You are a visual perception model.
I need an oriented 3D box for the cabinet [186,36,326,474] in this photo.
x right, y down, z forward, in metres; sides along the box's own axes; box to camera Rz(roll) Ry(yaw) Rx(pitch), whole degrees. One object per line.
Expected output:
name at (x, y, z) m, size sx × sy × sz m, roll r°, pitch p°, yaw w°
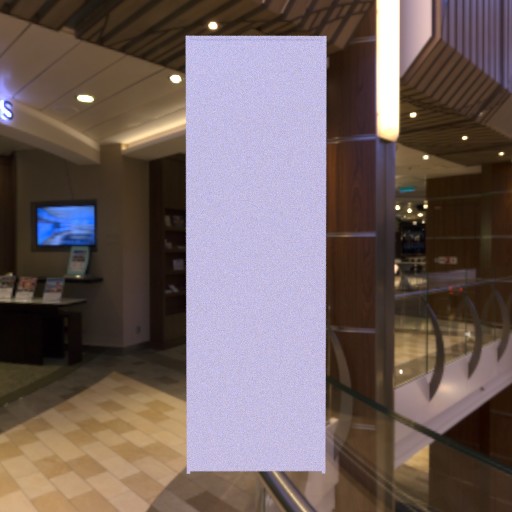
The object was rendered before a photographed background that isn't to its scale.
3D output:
cabinet at (0.000, 0.000, 1.778) m, size 0.520 × 1.630 × 0.255 m, roll 0°, pitch 1°, yaw 0°
